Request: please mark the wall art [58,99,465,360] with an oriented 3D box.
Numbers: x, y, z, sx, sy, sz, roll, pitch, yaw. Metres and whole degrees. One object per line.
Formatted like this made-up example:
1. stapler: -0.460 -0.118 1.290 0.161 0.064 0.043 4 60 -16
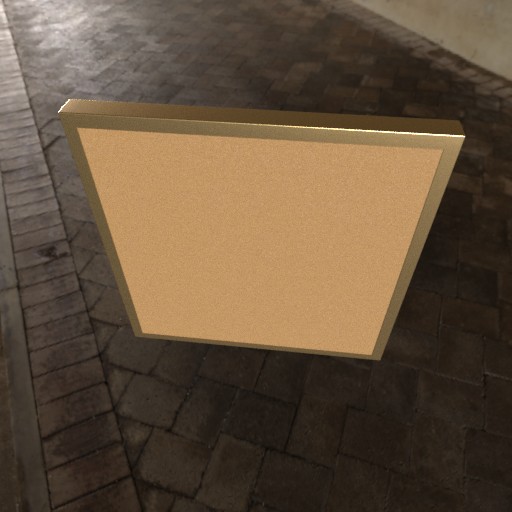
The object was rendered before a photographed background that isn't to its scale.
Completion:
1. wall art: 0.000 0.000 0.447 0.305 0.305 0.023 5 46 4
